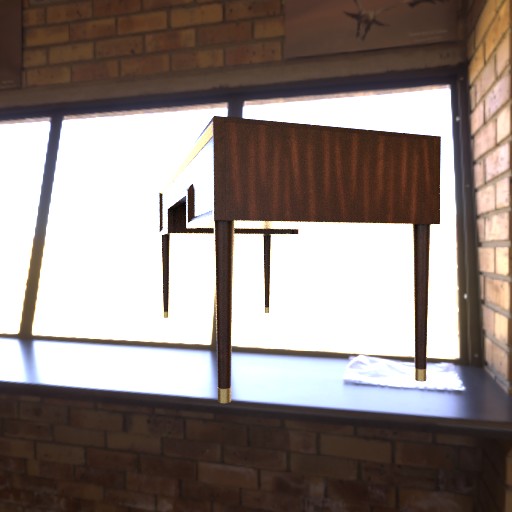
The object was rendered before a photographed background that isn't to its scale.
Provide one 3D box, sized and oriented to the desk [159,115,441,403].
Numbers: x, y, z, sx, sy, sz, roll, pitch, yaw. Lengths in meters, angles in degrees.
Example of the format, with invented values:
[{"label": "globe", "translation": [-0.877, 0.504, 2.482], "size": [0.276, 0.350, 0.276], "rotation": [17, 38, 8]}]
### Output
[{"label": "desk", "translation": [0.000, 0.000, 2.012], "size": [0.724, 0.762, 1.575], "rotation": [0, 1, -17]}]
